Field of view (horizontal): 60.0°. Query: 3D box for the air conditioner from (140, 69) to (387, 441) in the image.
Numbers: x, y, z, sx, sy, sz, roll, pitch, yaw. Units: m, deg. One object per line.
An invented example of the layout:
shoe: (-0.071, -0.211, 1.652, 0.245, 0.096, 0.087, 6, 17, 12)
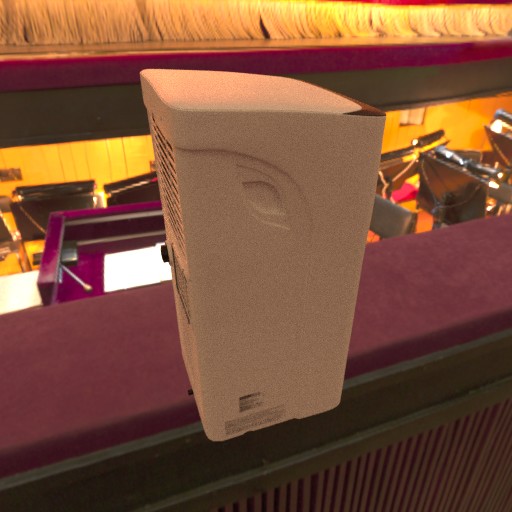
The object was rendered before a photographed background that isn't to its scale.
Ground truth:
air conditioner: (0.000, 0.000, 0.927, 0.369, 0.716, 0.352, -10, 32, -16)
